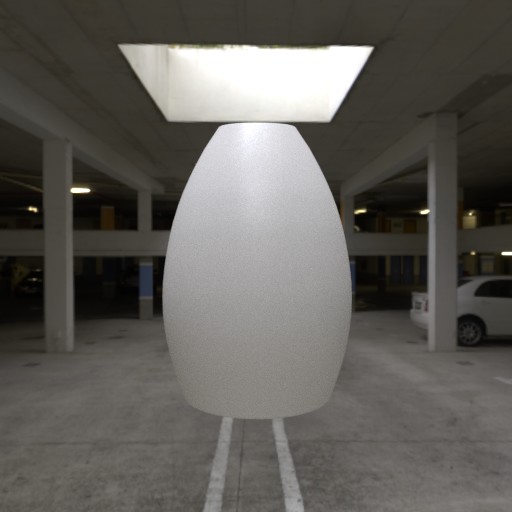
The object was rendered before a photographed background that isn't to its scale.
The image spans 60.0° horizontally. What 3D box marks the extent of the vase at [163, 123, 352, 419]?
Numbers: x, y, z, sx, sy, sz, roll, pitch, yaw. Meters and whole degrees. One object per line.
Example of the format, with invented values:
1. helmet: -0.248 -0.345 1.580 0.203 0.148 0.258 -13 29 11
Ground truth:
1. vase: 0.000 0.000 0.262 0.089 0.131 0.187 0 1 -1
